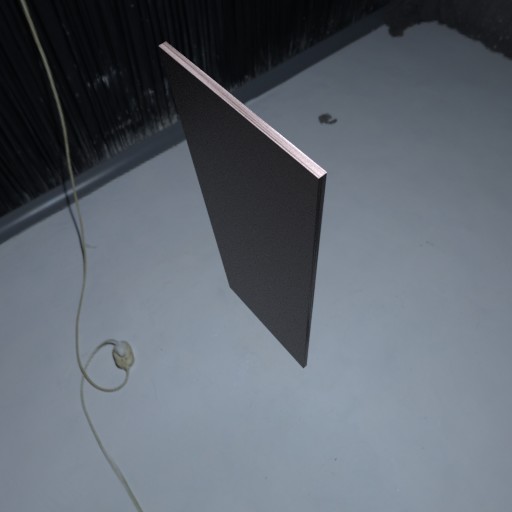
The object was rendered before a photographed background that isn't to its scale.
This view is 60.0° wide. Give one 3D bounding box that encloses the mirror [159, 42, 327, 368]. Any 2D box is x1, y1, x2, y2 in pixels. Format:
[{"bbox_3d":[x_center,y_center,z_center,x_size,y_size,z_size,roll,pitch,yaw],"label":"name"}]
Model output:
[{"bbox_3d":[0.000,0.000,2.289,0.221,2.020,0.812,-35,64,-20],"label":"mirror"}]
